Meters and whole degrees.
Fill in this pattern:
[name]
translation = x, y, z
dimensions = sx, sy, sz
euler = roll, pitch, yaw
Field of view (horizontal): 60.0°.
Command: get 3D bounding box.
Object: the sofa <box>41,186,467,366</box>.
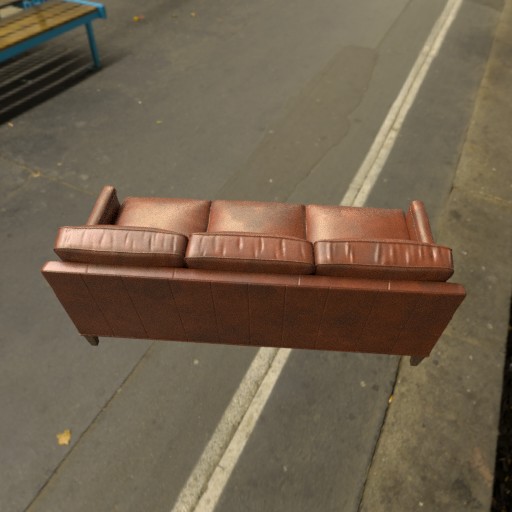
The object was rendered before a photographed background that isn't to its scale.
[sofa]
translation = 0.000, 0.000, 2.844
dimensions = 2.240, 1.003, 1.084
euler = 3, 46, 3
